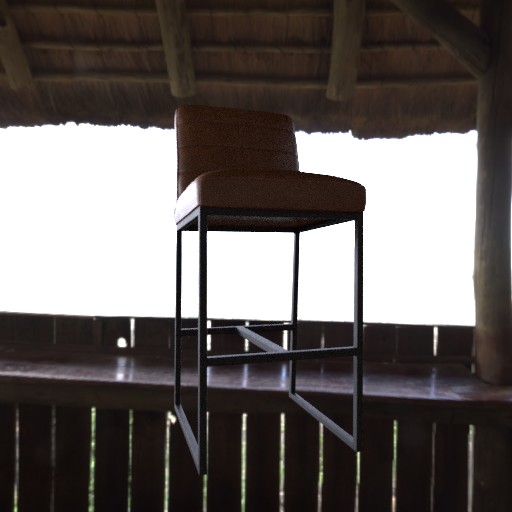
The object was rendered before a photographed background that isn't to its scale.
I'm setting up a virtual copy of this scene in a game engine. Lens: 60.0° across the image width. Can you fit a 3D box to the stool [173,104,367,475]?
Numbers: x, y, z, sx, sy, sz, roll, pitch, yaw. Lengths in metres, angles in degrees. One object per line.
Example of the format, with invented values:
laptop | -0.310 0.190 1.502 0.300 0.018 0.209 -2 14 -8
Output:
stool | 0.000 0.000 1.354 0.458 1.040 0.556 0 0 -17
